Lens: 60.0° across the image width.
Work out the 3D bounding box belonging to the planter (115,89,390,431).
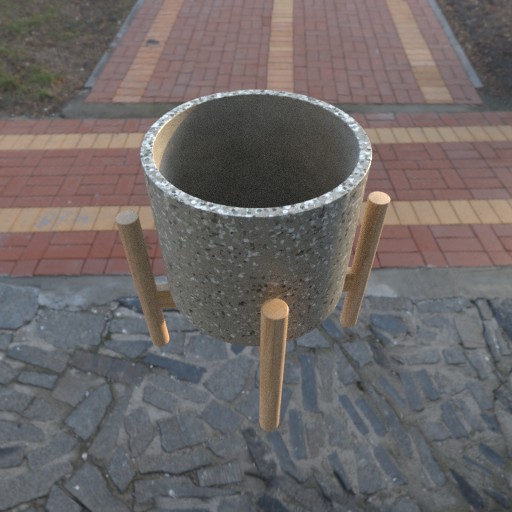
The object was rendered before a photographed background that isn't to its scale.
[{"bbox_3d":[0.000,0.000,0.547,0.284,0.320,0.284,11,47,11],"label":"planter"}]
